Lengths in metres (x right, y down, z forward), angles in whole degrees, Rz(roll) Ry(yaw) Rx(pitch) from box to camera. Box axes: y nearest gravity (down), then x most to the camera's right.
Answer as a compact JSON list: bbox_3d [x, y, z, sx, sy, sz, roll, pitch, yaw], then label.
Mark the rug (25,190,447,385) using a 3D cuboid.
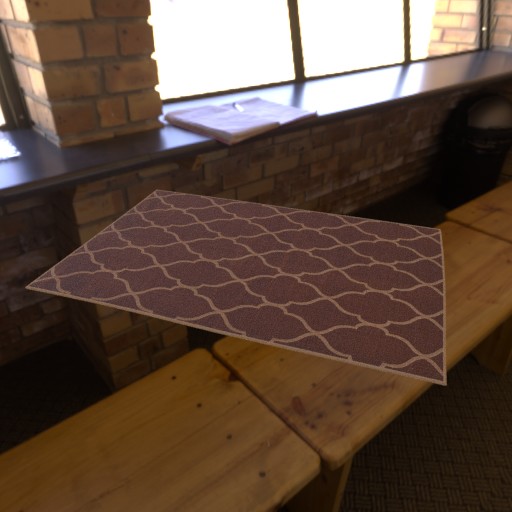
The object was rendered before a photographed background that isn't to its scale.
[{"bbox_3d":[0.000,0.000,2.850,2.290,0.014,1.526,10,33,16],"label":"rug"}]
